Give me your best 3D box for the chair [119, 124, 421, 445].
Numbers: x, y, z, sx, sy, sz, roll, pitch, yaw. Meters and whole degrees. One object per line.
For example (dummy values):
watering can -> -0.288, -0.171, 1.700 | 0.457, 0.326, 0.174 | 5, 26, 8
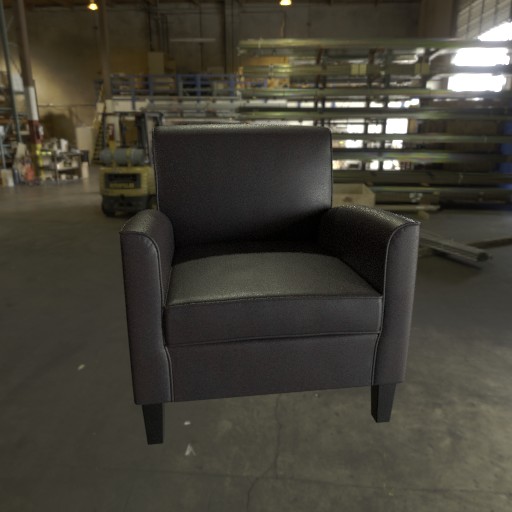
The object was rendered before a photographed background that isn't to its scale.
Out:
chair -> 0.000, 0.000, 1.583 | 0.820, 0.916, 0.819 | -2, 16, -8
